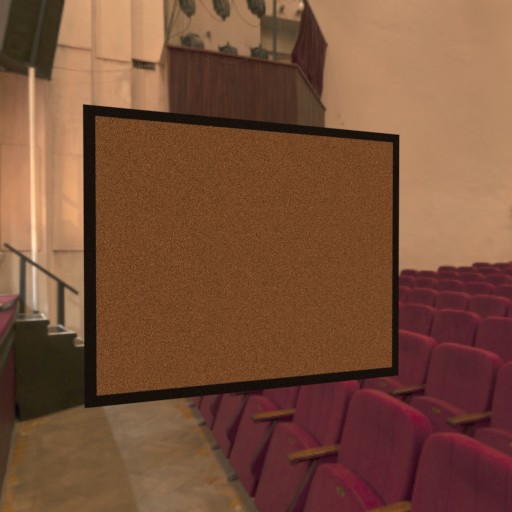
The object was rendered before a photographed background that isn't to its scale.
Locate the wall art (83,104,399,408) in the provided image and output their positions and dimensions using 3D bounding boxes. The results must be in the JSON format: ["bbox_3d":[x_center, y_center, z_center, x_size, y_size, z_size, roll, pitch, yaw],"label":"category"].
[{"bbox_3d":[0.000,0.000,0.549,0.397,0.325,0.028,0,1,-18],"label":"wall art"}]
